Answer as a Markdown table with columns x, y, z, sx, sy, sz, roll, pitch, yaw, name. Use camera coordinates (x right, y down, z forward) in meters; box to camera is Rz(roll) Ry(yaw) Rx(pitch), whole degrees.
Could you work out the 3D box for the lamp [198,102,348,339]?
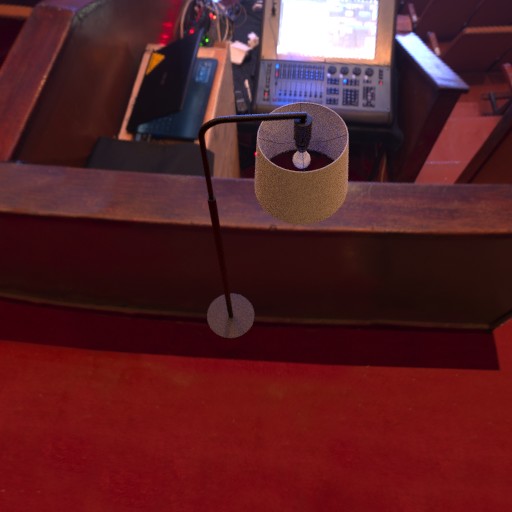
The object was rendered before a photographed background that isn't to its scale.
| x | y | z | sx | sy | sz | roll | pitch | yaw | name |
| --- | --- | --- | --- | --- | --- | --- | --- | --- | --- |
| 0.000 | 0.000 | 1.656 | 0.508 | 1.478 | 0.254 | 0 | 64 | 0 | lamp |
